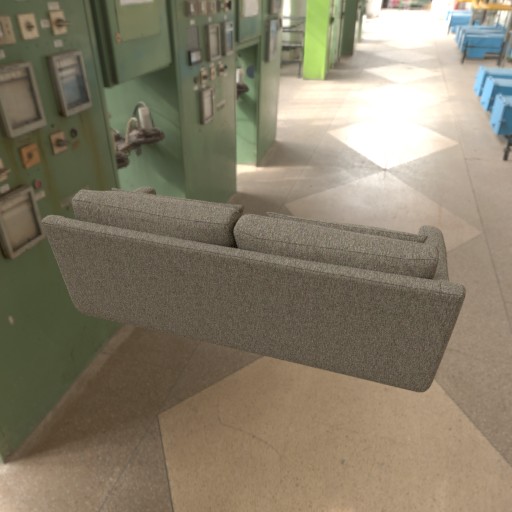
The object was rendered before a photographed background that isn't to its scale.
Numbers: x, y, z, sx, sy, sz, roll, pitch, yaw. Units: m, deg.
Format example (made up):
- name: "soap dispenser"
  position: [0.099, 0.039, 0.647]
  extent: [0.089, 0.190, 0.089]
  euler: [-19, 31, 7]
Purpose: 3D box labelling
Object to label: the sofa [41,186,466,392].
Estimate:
- name: "sofa"
  position: [0.000, 0.000, 2.979]
  extent: [2.418, 0.998, 1.103]
  euler: [10, 33, 15]
